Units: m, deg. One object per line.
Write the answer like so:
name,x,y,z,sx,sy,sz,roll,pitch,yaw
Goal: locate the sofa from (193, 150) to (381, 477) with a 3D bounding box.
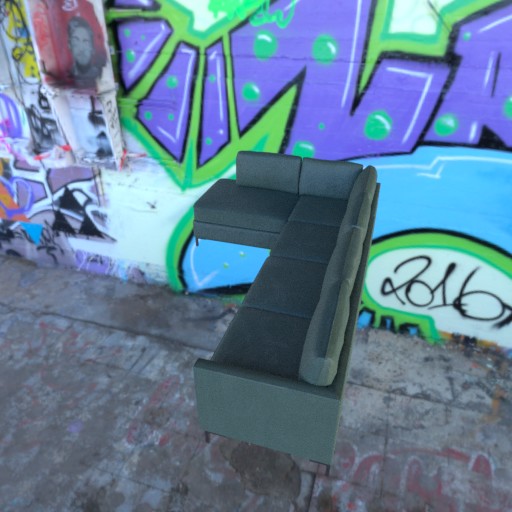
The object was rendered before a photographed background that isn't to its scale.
sofa,0.000,0.000,4.229,2.048,0.996,3.384,9,33,15
